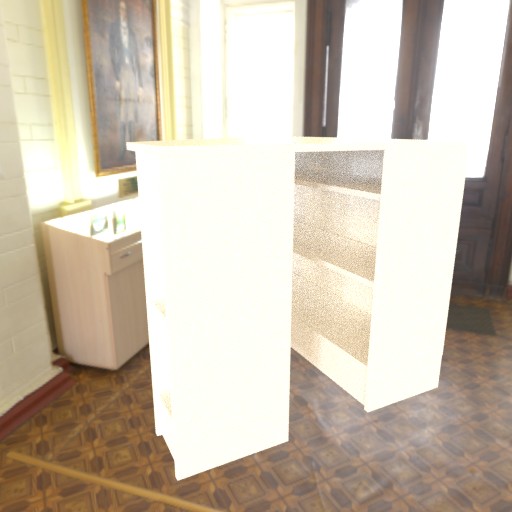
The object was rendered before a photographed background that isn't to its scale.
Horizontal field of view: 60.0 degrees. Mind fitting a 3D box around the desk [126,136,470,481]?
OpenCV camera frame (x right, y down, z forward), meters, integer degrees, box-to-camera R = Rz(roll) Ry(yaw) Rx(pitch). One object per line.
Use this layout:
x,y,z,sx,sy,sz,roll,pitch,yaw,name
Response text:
0.000,0.000,1.609,0.926,0.818,0.940,-8,18,-26,desk
